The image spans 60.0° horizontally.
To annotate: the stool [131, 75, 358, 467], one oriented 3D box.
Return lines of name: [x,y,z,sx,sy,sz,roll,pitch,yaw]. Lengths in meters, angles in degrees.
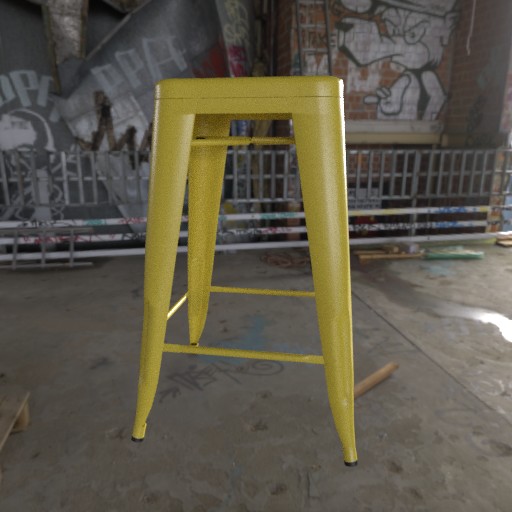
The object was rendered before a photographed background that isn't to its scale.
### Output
stool: [0.000,0.000,0.845,0.399,0.609,0.359,2,15,9]
